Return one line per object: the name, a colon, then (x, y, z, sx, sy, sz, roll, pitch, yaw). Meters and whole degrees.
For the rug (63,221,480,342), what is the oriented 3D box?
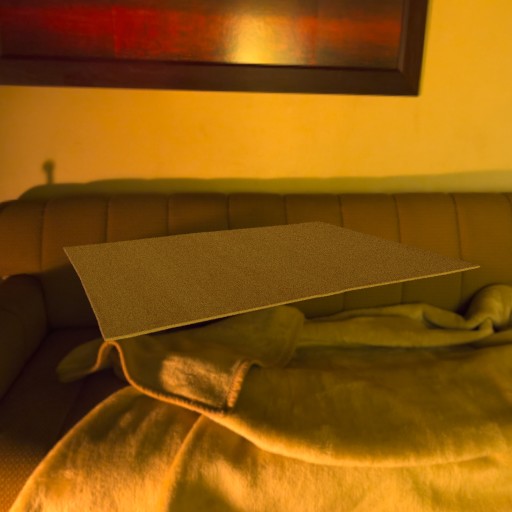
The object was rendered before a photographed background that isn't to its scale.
rug: (0.000, 0.000, 4.221, 3.202, 0.045, 2.434, -8, 17, -26)
